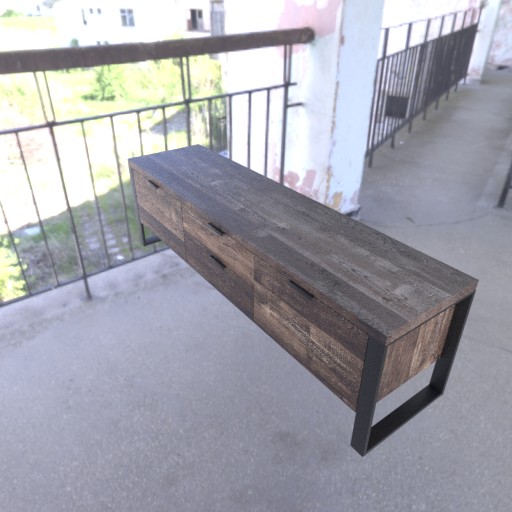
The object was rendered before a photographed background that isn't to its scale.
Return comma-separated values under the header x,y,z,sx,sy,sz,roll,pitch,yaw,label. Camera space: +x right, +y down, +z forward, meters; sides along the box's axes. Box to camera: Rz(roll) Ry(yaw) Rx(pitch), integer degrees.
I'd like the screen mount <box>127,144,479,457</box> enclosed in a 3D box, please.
x,y,z,sx,sy,sz,roll,pitch,yaw,label
0.000,0.000,1.753,0.395,0.450,1.524,-21,37,-30,screen mount
